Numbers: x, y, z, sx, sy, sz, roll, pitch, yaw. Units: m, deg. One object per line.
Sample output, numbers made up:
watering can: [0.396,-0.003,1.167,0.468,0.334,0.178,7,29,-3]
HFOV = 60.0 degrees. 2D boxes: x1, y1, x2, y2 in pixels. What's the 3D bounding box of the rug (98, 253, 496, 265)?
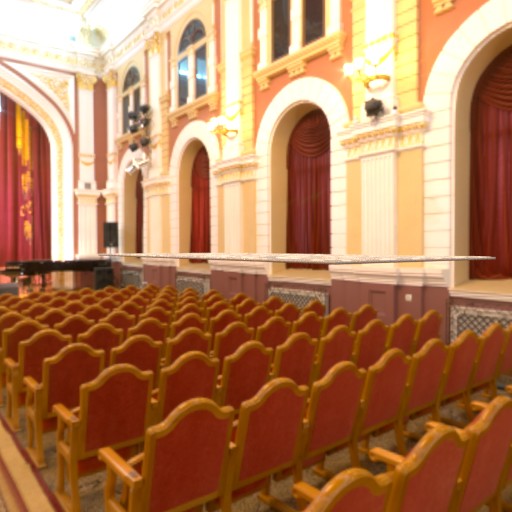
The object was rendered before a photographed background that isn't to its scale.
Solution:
rug: [0.000,0.000,1.426,0.604,0.007,1.219,-1,1,-38]
